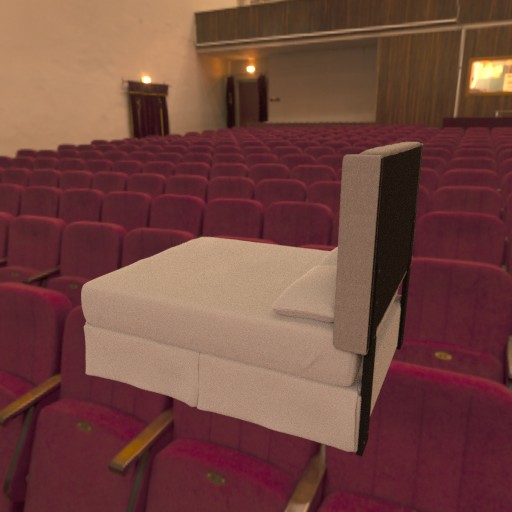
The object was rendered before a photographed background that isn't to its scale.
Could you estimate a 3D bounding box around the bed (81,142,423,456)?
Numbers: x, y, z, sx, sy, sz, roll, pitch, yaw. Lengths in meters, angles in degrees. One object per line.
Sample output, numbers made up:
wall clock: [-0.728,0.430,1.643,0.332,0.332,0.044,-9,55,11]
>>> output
bed: [0.000,0.000,3.342,2.066,1.665,1.719,8,18,25]
